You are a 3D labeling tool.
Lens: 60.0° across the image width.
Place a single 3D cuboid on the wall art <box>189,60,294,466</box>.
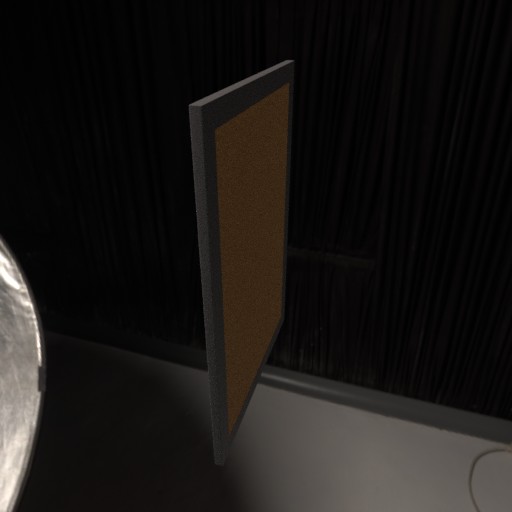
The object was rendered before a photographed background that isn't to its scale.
[{"bbox_3d":[0.000,0.000,0.705,0.013,0.534,0.380,9,31,15],"label":"wall art"}]
